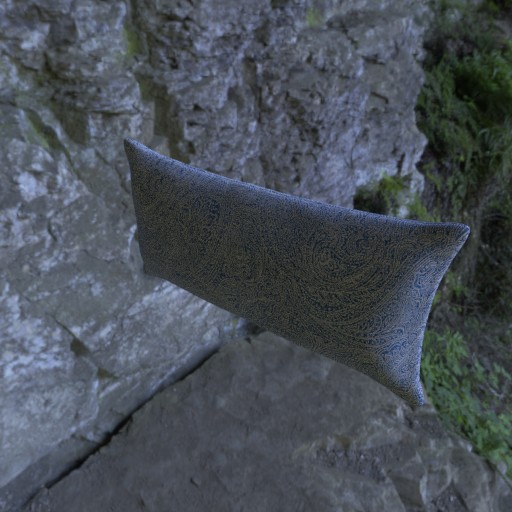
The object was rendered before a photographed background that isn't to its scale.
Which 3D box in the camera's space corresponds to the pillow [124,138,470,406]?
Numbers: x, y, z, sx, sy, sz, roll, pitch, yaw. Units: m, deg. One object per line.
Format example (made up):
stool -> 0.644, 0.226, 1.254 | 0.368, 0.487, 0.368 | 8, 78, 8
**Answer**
pillow -> 0.000, 0.000, 0.740 | 0.615, 0.295, 0.151 | 21, 36, 32
